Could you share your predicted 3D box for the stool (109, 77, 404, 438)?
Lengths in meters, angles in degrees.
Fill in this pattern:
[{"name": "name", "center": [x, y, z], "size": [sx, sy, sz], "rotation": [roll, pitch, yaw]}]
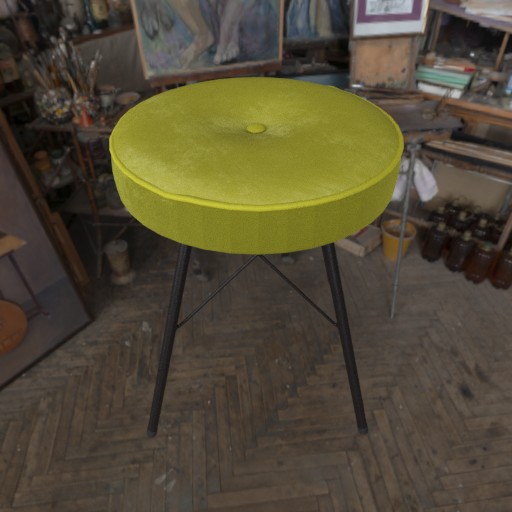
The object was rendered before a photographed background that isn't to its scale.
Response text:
[{"name": "stool", "center": [0.000, 0.000, 0.783], "size": [0.409, 0.508, 0.409], "rotation": [-1, 41, -1]}]
